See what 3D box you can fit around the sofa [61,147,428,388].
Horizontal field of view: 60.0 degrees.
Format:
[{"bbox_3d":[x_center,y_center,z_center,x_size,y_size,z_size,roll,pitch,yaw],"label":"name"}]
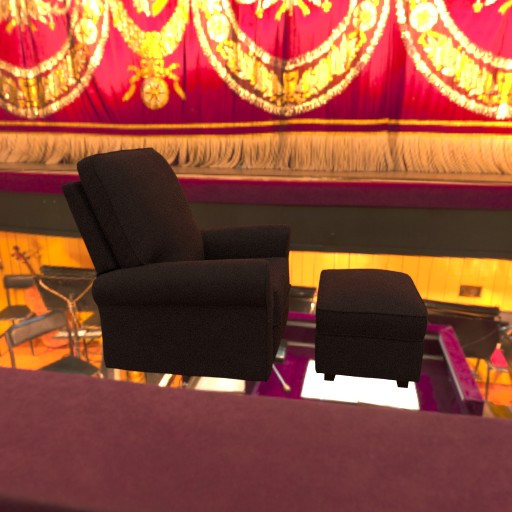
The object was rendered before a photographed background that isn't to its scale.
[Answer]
[{"bbox_3d":[0.000,0.000,2.065,1.478,0.959,0.880,3,16,10],"label":"sofa"}]
